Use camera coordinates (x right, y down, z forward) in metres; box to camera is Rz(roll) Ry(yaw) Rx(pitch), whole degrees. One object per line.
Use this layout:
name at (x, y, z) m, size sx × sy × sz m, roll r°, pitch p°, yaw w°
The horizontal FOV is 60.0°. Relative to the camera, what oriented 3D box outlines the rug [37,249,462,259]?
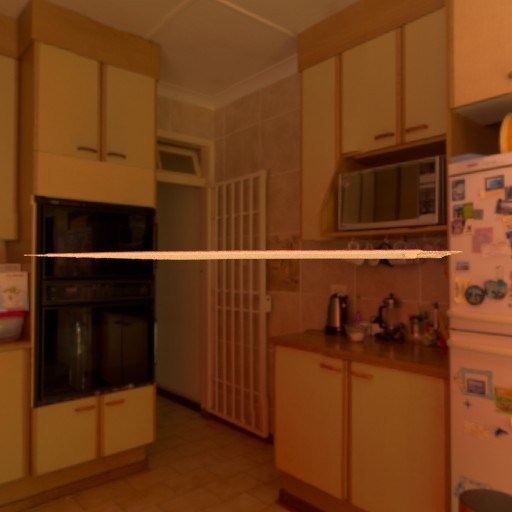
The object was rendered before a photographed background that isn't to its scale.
rug at (0.000, 0.000, 3.047) m, size 2.465 × 0.023 × 1.619 m, roll 0°, pitch -1°, yaw 19°
